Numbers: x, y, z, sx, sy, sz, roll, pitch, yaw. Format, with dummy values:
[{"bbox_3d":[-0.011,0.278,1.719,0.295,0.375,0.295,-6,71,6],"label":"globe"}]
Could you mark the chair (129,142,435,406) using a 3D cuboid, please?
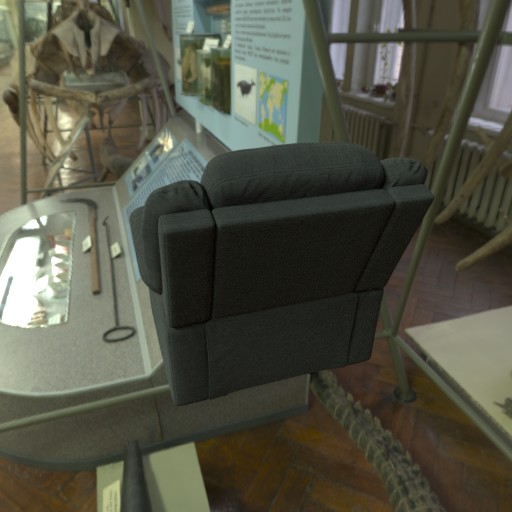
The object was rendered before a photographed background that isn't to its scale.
[{"bbox_3d":[0.000,0.000,1.738,0.899,1.008,0.944,-9,28,-17],"label":"chair"}]
